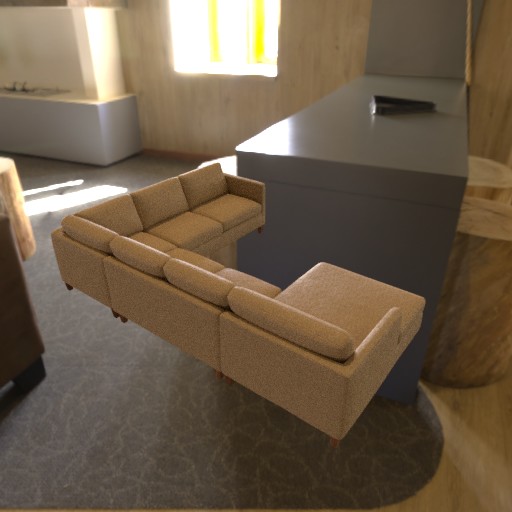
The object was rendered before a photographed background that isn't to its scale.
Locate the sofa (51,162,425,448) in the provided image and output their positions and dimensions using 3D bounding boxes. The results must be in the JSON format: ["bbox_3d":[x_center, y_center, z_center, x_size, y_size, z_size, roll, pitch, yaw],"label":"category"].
[{"bbox_3d":[0.000,0.000,4.598,3.403,0.889,2.551,20,35,32],"label":"sofa"}]
